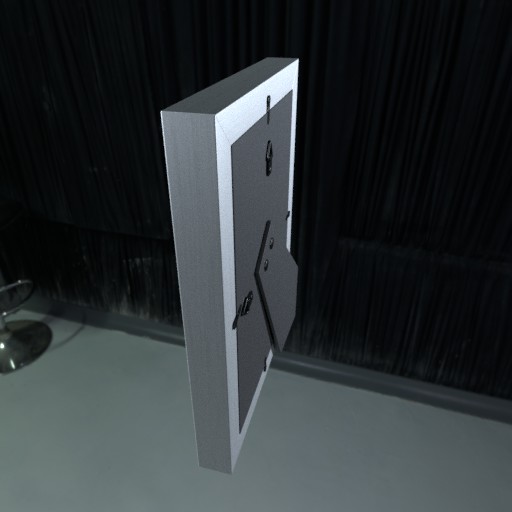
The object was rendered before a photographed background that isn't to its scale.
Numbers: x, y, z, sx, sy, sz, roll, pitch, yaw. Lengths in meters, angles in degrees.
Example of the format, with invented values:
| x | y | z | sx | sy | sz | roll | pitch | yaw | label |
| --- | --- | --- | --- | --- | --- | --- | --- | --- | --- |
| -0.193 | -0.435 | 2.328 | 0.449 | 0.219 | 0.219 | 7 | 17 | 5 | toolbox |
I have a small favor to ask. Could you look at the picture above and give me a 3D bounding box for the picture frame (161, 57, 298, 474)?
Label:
| x | y | z | sx | sy | sz | roll | pitch | yaw | label |
| --- | --- | --- | --- | --- | --- | --- | --- | --- | --- |
| 0.000 | 0.000 | 0.275 | 0.028 | 0.208 | 0.157 | 8 | 32 | 13 | picture frame |
